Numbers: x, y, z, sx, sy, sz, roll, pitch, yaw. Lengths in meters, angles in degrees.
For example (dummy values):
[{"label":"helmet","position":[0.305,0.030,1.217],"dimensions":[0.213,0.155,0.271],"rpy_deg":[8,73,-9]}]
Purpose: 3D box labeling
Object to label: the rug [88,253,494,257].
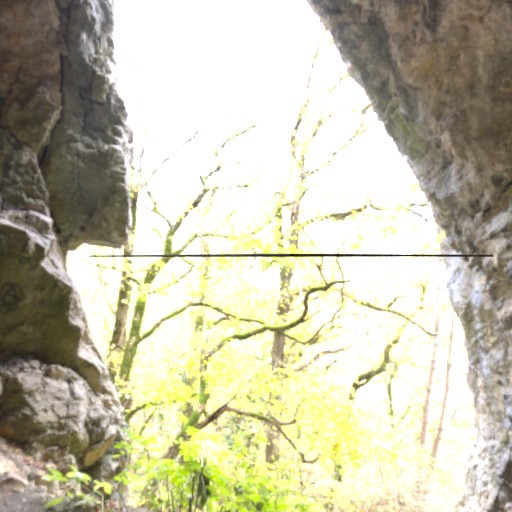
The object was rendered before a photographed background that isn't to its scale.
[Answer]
[{"label":"rug","position":[0.000,0.000,3.037],"dimensions":[1.541,0.012,2.457],"rpy_deg":[0,0,-37]}]
